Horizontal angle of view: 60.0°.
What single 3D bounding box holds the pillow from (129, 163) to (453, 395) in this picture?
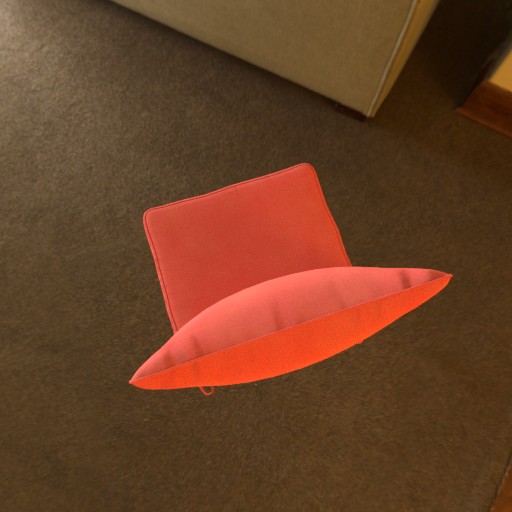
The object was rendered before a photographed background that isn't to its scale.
[{"bbox_3d":[0.000,0.000,1.392,0.798,0.725,0.733,-18,75,-5],"label":"pillow"}]
